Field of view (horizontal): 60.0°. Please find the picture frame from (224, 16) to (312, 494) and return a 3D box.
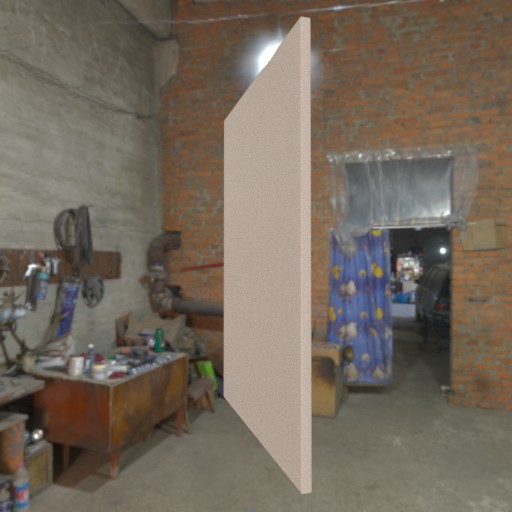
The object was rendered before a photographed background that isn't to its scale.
[{"bbox_3d":[0.000,0.000,0.677,0.012,0.534,0.381,0,-1,-17],"label":"picture frame"}]
